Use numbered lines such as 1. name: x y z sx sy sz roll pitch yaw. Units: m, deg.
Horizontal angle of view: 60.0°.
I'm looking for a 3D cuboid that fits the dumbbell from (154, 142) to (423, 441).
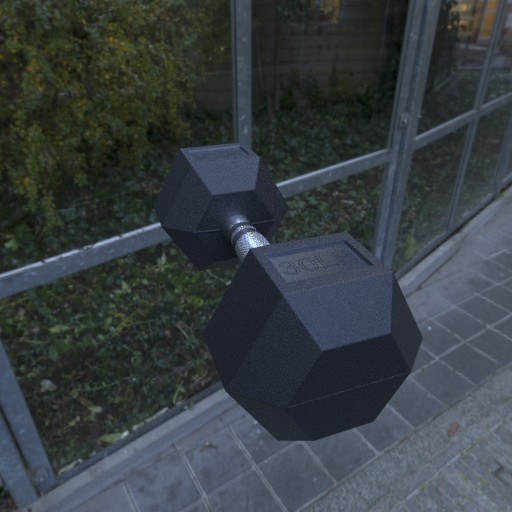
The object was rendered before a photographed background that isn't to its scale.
1. dumbbell: 0.000 0.000 0.402 0.142 0.123 0.337 -10 32 -17
